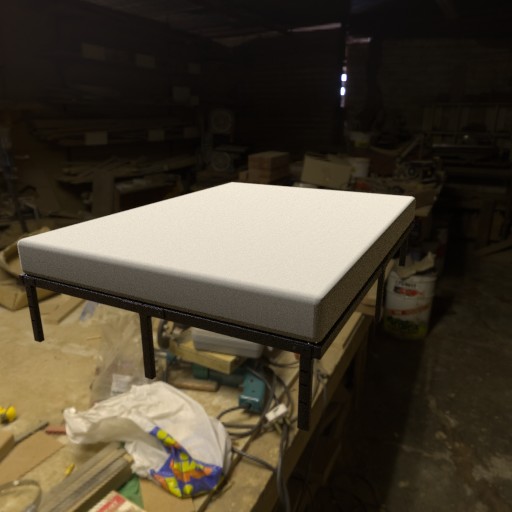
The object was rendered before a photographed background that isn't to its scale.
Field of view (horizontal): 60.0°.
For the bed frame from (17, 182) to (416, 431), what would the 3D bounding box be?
[{"bbox_3d":[0.000,0.000,3.473,1.990,0.680,2.635,9,20,26],"label":"bed frame"}]
